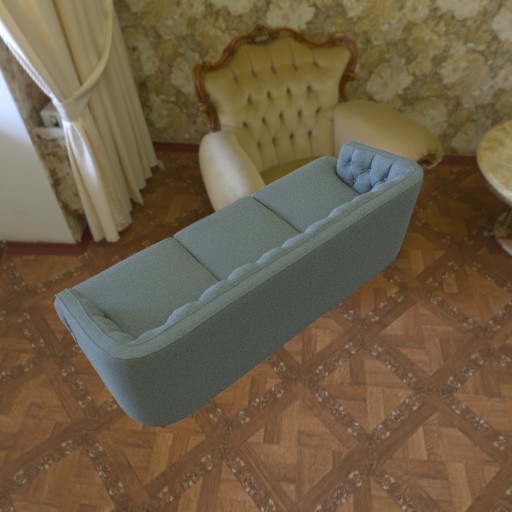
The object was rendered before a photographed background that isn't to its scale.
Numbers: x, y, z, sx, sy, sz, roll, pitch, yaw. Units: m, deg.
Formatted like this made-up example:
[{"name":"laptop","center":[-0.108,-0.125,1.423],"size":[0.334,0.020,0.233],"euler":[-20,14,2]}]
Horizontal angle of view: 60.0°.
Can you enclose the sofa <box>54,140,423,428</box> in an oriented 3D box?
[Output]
[{"name":"sofa","center":[0.000,0.000,2.791],"size":[2.278,0.855,0.941],"euler":[-31,54,-26]}]
